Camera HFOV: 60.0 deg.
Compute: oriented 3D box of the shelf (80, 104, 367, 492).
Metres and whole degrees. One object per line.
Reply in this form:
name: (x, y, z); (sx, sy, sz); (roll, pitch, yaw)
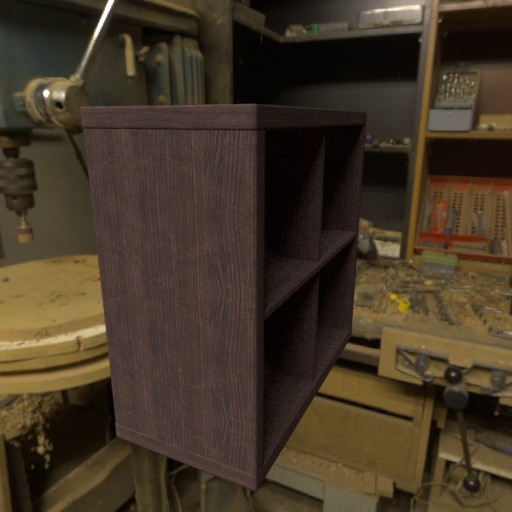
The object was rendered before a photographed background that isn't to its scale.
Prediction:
shelf: (0.000, 0.000, 1.253); (0.390, 0.786, 0.790); (8, 19, 25)
